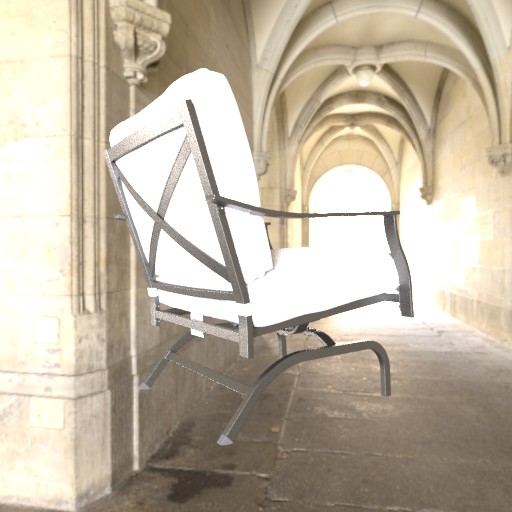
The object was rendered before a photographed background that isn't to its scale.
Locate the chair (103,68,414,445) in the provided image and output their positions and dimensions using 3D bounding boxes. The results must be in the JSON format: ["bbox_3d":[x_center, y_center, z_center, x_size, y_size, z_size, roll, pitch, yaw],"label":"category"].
[{"bbox_3d":[0.000,0.000,1.377,0.787,0.860,0.650,0,1,-35],"label":"chair"}]
